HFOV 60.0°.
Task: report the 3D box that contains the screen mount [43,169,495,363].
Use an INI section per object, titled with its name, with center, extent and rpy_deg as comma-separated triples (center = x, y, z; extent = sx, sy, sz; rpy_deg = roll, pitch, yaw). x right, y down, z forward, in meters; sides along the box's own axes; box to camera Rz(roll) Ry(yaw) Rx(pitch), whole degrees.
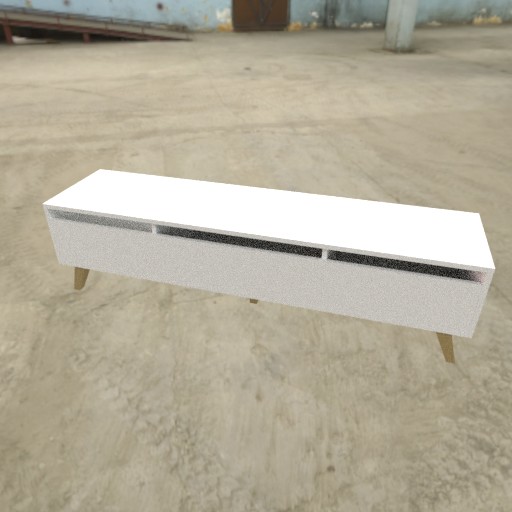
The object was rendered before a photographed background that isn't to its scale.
[screen mount]
center = 0.000, 0.000, 1.829
extent = 1.644, 0.432, 0.399
rpy_deg = 9, 33, 14
